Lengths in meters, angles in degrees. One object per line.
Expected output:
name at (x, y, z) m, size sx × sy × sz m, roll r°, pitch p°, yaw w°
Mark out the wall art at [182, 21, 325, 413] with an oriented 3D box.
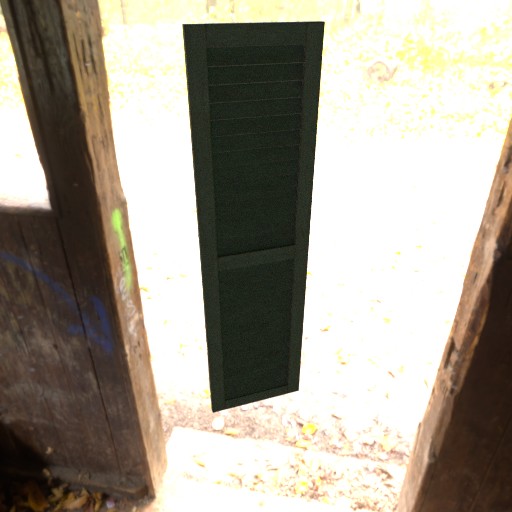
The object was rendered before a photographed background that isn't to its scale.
wall art at (0.000, 0.000, 1.305) m, size 0.329 × 1.219 × 0.025 m, roll -9°, pitch 32°, yaw -15°
